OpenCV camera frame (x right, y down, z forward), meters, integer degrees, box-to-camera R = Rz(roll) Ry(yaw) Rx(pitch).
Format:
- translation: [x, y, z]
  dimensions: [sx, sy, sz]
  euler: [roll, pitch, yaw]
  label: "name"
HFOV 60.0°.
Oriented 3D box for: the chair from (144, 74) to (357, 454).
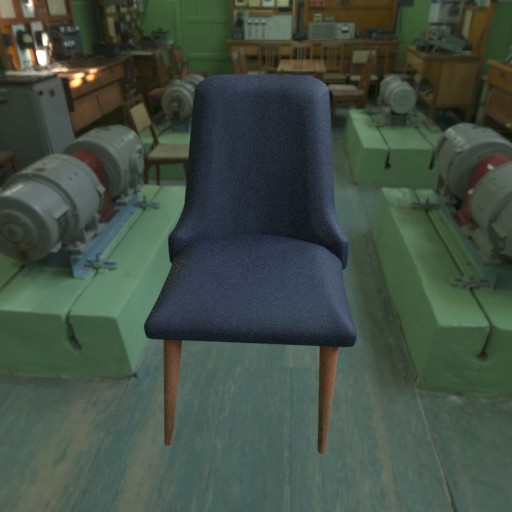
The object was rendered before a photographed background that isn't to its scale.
- translation: [0.000, 0.000, 1.170]
  dimensions: [0.504, 0.820, 0.567]
  euler: [2, 30, 3]
  label: "chair"
